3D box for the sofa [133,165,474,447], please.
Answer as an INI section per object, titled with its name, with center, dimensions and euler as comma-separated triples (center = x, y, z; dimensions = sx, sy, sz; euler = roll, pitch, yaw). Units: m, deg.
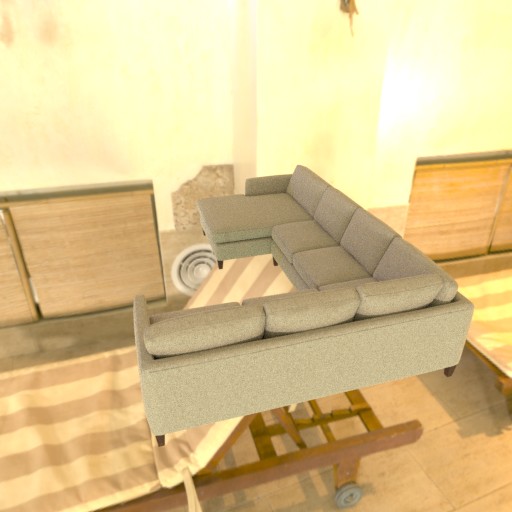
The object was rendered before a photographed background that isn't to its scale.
[sofa]
center = 0.000, 0.000, 4.675
dimensions = 2.593, 0.959, 3.460
euler = -8, 30, -15
